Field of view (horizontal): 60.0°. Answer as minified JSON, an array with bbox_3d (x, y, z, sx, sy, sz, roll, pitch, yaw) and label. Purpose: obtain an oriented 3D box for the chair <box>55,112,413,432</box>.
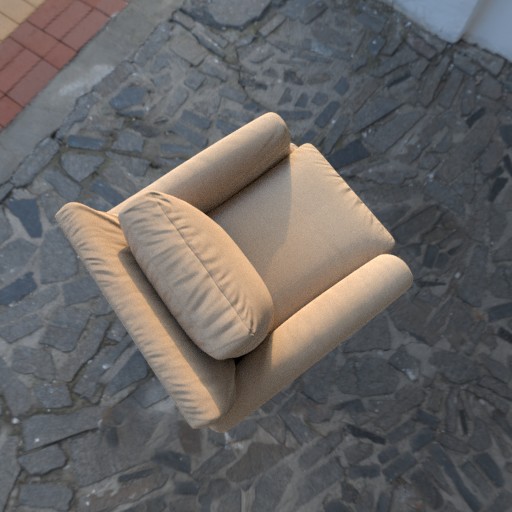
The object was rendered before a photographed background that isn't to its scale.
[{"bbox_3d":[0.000,0.000,1.784,1.066,0.866,0.940,-35,77,-9],"label":"chair"}]
